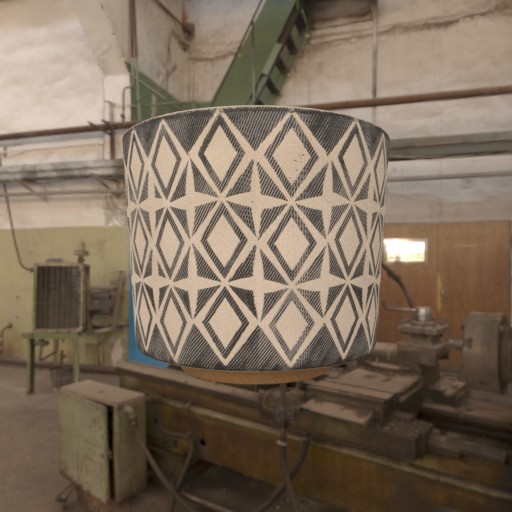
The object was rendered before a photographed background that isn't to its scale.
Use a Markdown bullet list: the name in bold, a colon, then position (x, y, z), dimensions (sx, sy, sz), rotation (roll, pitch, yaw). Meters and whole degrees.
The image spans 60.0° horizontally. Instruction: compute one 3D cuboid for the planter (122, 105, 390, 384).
- **planter**: position (0.000, 0.000, 0.451), dimensions (0.260, 0.220, 0.260), rotation (0, 0, 0)
